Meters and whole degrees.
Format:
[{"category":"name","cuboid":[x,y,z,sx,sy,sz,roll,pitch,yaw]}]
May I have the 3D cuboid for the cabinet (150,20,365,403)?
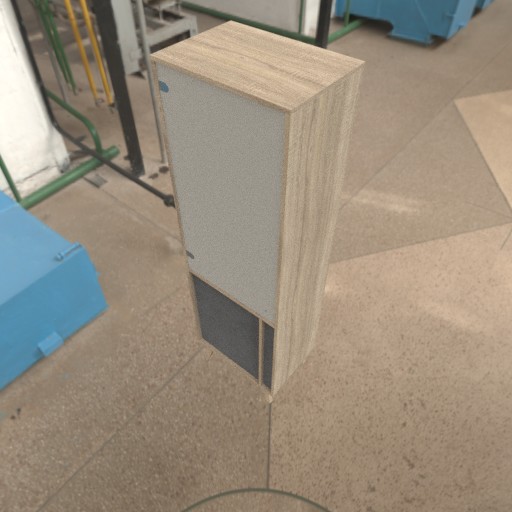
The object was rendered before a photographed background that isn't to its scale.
[{"category":"cabinet","cuboid":[0.000,0.000,2.096,0.570,1.850,0.400,31,54,26]}]
